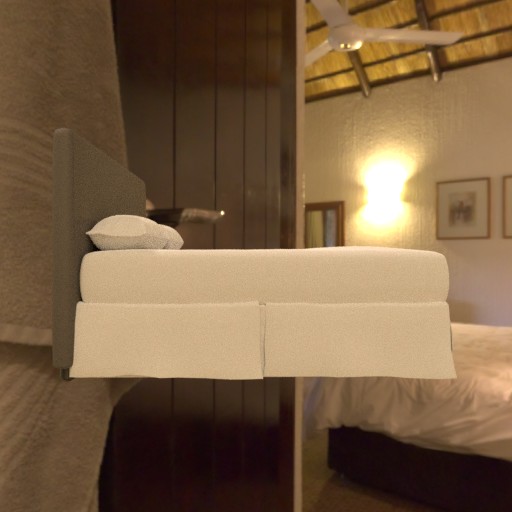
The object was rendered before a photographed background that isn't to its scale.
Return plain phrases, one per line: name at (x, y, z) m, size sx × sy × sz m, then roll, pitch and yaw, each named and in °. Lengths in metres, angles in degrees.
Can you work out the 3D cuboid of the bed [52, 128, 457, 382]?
bed at (0.000, 0.000, 3.123) m, size 2.142 × 1.330 × 1.723 m, roll 0°, pitch 0°, yaw -1°
